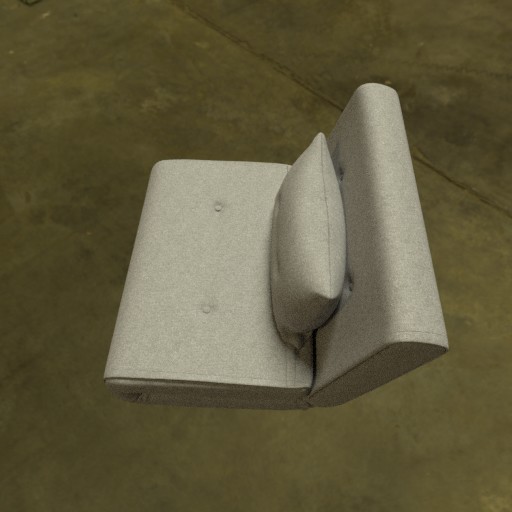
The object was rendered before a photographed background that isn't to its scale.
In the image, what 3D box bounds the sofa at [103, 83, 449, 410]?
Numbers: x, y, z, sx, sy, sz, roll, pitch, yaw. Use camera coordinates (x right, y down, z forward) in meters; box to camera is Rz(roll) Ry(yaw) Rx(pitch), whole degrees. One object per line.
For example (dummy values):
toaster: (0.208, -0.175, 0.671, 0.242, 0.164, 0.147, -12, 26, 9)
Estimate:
sofa: (0.000, 0.000, 1.673, 1.000, 0.825, 1.020, 2, 57, 1)
